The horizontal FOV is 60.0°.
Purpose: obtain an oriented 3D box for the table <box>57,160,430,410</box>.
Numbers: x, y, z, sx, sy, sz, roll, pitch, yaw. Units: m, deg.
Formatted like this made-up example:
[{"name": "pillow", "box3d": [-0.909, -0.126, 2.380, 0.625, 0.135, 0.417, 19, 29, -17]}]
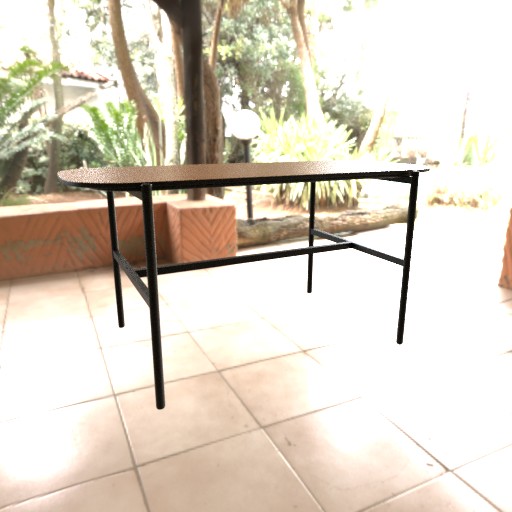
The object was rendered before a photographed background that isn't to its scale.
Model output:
[{"name": "table", "box3d": [0.000, 0.000, 1.029, 0.800, 0.400, 0.400, -8, 17, -25]}]
